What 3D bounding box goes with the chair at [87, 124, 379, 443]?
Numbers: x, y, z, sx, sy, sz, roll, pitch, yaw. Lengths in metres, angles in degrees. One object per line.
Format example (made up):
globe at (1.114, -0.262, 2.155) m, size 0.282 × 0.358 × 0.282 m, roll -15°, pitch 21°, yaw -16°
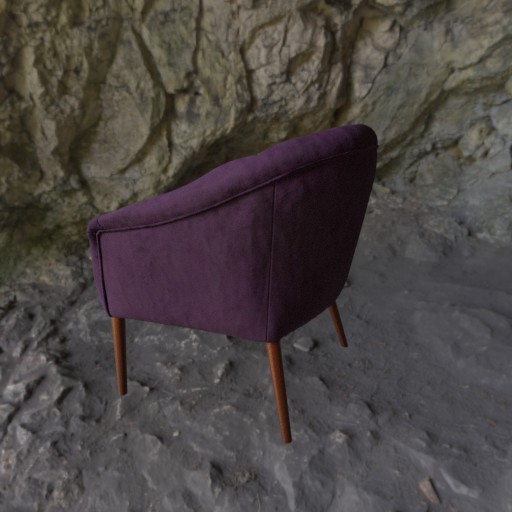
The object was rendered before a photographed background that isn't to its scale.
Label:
chair at (0.000, 0.000, 1.550) m, size 0.776 × 0.885 × 0.851 m, roll 8°, pitch 18°, yaw 25°
